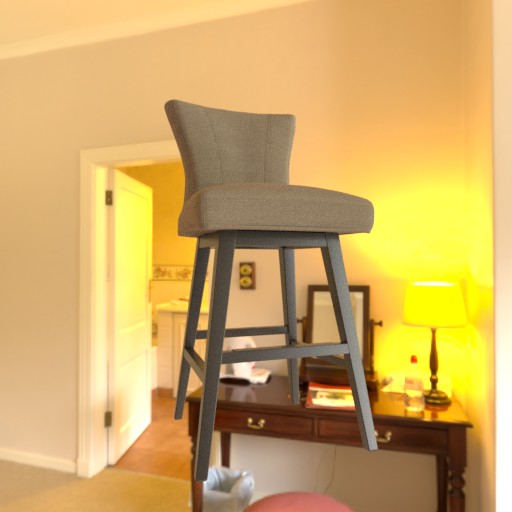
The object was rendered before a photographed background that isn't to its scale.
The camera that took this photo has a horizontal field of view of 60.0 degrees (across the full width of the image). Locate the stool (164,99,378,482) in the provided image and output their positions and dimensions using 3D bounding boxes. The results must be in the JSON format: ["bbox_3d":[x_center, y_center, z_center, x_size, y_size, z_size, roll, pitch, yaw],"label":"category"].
[{"bbox_3d":[0.000,0.000,1.406,0.514,1.086,0.574,0,-1,-21],"label":"stool"}]
